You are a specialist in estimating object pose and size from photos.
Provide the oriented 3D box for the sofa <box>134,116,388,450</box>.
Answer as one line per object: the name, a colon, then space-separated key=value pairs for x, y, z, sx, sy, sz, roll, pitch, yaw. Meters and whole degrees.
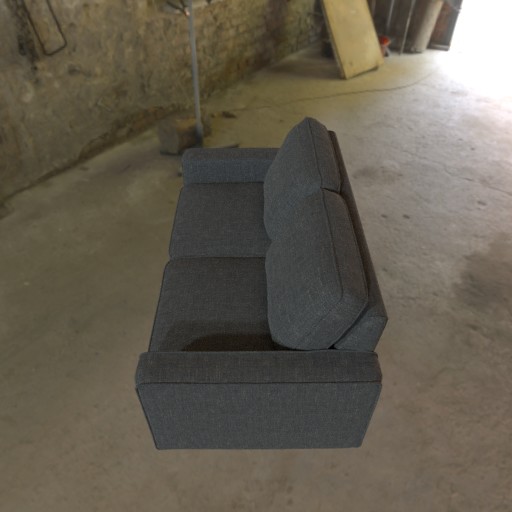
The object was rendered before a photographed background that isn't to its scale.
sofa: x=0.000 y=0.000 z=2.323 sx=0.947 sy=0.918 sz=1.709 roll=0 pitch=43 yaw=0
